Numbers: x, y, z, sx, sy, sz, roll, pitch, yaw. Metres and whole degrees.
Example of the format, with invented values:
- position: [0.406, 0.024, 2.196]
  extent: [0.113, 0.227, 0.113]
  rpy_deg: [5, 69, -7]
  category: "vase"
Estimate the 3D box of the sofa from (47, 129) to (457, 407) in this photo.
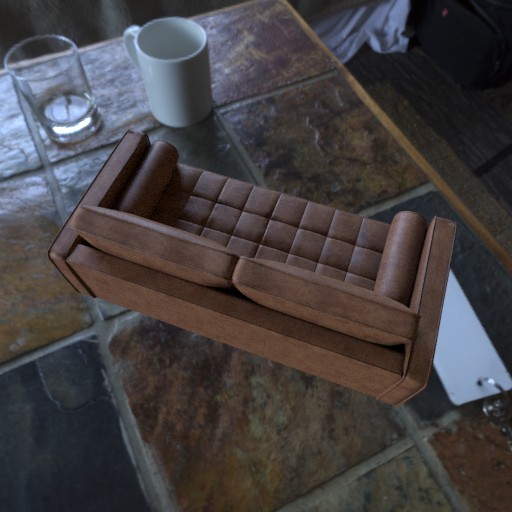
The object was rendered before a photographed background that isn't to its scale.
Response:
- position: [0.000, 0.000, 2.415]
  extent: [1.920, 0.825, 0.924]
  rpy_deg: [18, 63, 9]
  category: "sofa"
